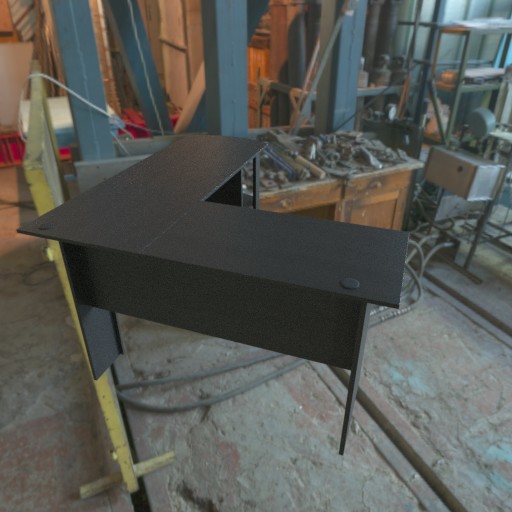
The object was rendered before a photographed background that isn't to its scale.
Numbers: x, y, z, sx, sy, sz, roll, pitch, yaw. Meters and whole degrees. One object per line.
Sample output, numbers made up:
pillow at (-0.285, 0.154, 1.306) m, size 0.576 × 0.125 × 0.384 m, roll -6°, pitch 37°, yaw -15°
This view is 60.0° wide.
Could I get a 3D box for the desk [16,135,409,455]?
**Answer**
desk at (0.000, 0.000, 2.100) m, size 1.303 × 0.716 × 1.361 m, roll 10°, pitch 32°, yaw 17°
